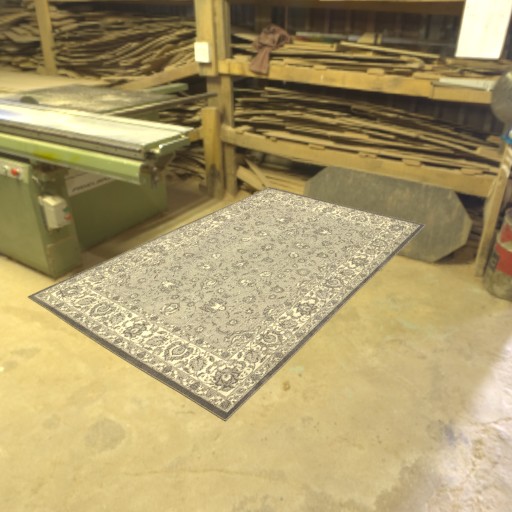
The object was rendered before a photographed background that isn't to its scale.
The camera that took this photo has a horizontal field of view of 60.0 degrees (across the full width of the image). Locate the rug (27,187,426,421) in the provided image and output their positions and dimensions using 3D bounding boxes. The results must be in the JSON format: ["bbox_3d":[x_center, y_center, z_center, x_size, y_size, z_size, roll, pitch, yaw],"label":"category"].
[{"bbox_3d":[0.000,0.000,3.034,1.524,0.011,2.438,19,33,32],"label":"rug"}]
